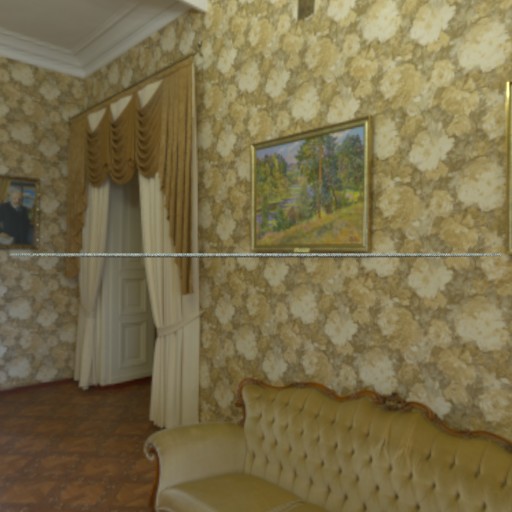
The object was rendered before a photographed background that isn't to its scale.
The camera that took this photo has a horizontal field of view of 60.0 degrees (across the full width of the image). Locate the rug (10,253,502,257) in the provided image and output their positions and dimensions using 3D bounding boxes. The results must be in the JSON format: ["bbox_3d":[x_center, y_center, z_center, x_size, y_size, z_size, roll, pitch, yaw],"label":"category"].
[{"bbox_3d":[0.000,0.000,2.819,2.283,0.013,1.547,0,0,0],"label":"rug"}]
